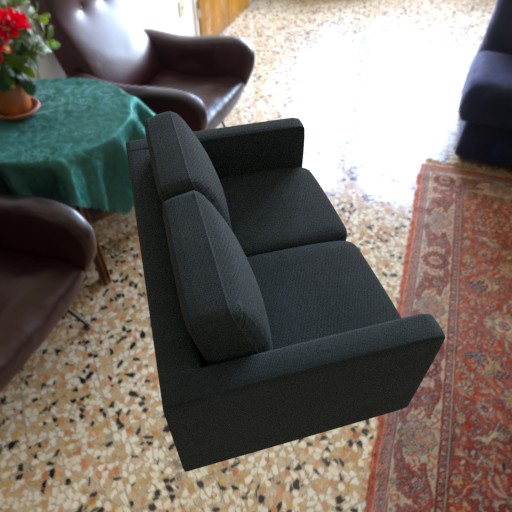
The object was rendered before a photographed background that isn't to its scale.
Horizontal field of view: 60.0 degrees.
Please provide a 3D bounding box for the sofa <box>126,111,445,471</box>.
[{"bbox_3d":[0.000,0.000,2.080,0.999,0.930,1.518,-11,48,-11],"label":"sofa"}]
